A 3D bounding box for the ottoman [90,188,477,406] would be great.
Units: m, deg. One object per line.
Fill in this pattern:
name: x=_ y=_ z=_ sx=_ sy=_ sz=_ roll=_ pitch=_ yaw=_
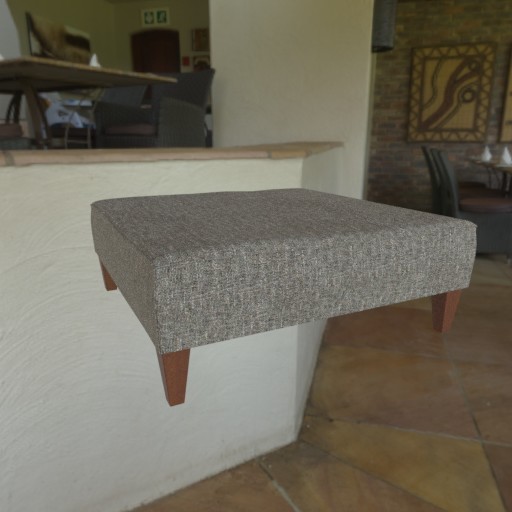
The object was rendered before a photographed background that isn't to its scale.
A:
ottoman: x=0.000 y=0.000 z=1.556 sx=0.981 sy=0.379 sz=1.016 roll=-8 pitch=17 yaw=-26
